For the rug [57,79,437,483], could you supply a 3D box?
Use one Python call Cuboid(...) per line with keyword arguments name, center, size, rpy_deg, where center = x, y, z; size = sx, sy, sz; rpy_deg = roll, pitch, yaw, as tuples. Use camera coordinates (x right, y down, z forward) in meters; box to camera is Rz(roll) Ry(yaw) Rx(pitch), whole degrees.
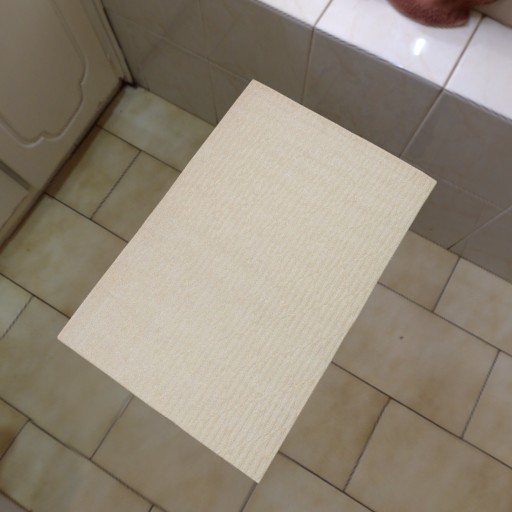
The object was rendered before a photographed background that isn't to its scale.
Cuboid(name="rug", center=(0.000, 0.000, 2.373), size=(1.238, 0.014, 1.848), rpy_deg=(32, 77, 8))
